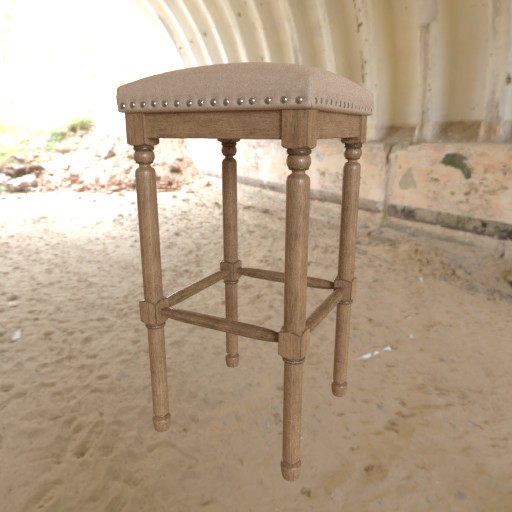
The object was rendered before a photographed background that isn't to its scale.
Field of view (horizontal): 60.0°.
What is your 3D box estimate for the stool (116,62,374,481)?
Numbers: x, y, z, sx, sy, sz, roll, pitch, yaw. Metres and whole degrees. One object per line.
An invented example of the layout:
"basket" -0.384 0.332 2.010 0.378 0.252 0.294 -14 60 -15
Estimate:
"stool" 0.000 0.000 0.963 0.383 0.768 0.382 8 18 26
